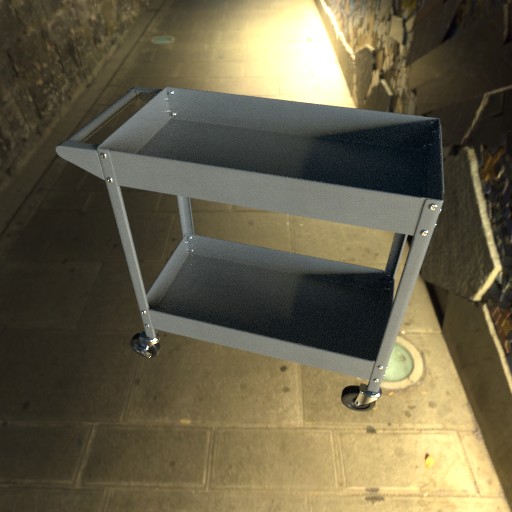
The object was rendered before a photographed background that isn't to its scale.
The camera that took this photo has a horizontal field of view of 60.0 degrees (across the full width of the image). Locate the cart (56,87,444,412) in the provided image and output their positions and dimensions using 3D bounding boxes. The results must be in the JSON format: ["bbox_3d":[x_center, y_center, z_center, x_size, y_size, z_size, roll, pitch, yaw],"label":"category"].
[{"bbox_3d":[0.000,0.000,1.185,0.779,0.719,0.366,11,43,12],"label":"cart"}]
